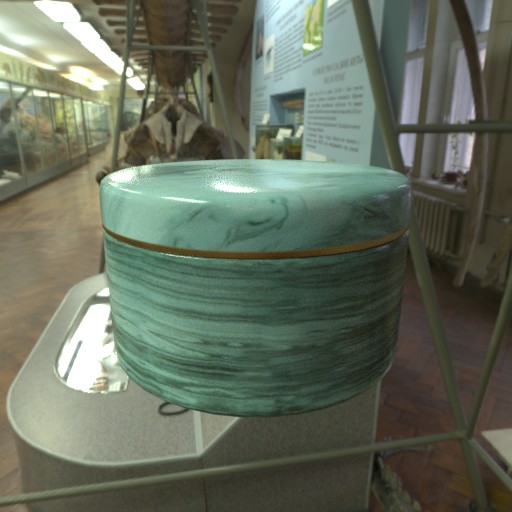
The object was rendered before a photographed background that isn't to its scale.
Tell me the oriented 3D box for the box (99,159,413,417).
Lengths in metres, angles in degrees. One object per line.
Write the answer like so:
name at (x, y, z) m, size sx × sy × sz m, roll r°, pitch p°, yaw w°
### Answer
box at (0.000, 0.000, 0.158) m, size 0.101 × 0.063 × 0.101 m, roll 0°, pitch 17°, yaw 0°
